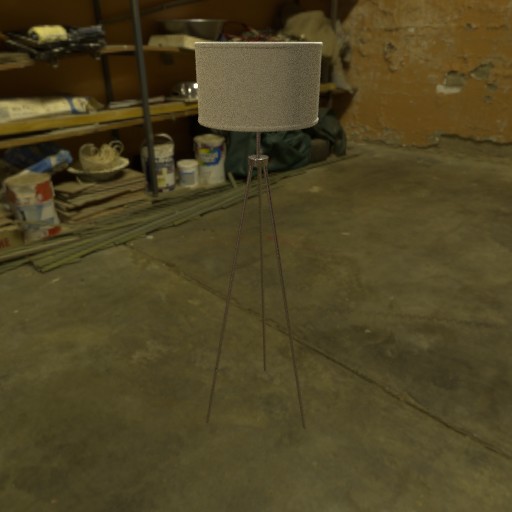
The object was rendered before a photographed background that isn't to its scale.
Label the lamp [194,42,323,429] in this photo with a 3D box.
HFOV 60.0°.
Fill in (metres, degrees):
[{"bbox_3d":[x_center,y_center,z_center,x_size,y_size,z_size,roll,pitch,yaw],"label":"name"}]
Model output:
[{"bbox_3d":[0.000,0.000,1.778,0.448,1.545,0.458,0,26,0],"label":"lamp"}]
